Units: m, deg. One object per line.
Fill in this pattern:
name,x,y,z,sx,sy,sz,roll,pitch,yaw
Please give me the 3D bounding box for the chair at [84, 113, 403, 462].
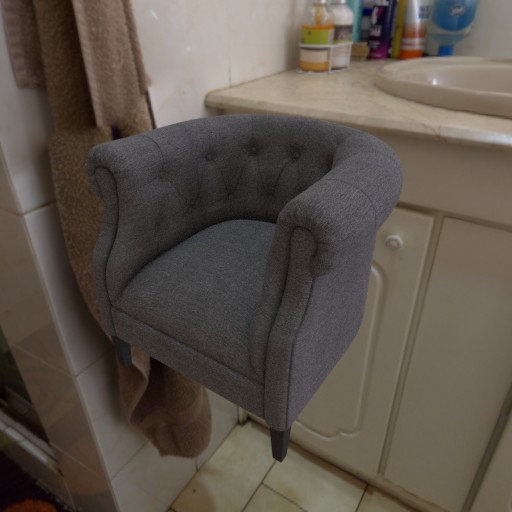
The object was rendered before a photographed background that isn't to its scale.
chair,0.000,0.000,1.572,0.905,0.827,0.852,20,36,29
